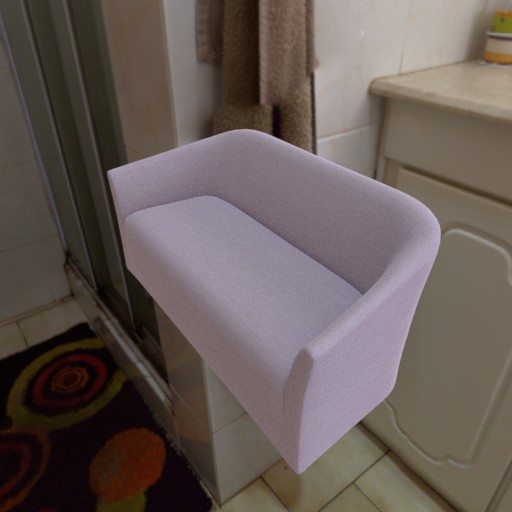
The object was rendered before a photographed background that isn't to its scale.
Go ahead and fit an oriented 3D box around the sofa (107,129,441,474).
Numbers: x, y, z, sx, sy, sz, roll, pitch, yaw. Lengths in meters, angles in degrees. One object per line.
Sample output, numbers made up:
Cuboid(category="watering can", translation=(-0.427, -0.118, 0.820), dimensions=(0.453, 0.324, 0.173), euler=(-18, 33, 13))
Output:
Cuboid(category="sofa", translation=(0.000, 0.000, 1.856), dimensions=(0.705, 0.721, 1.452), euler=(-21, 38, -29))
